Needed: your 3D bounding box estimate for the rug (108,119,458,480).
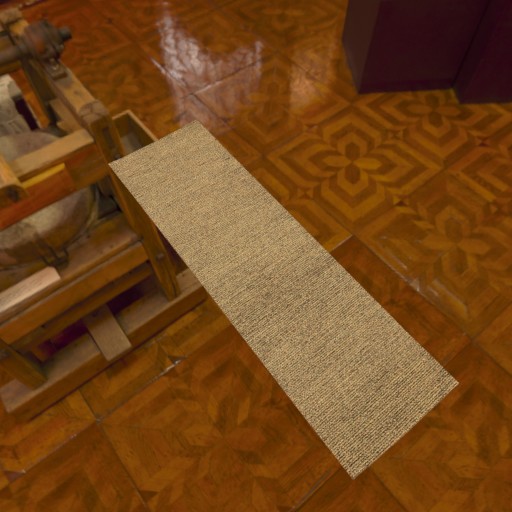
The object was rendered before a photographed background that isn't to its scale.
[{"bbox_3d":[0.000,0.000,2.514,0.697,0.013,2.335,-32,63,-19],"label":"rug"}]
